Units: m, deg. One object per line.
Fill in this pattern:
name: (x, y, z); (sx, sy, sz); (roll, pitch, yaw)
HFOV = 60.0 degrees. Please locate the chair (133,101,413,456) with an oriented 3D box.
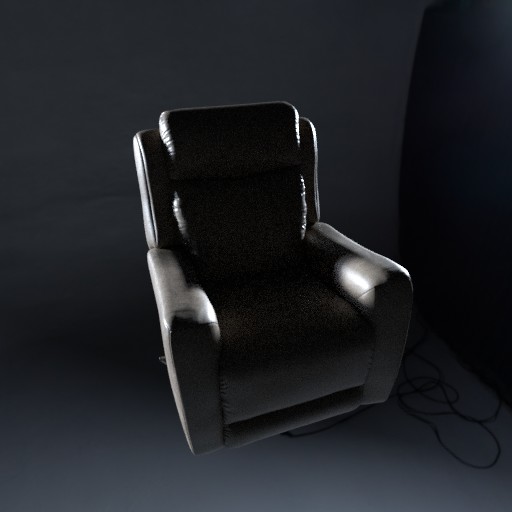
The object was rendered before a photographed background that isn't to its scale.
chair: (0.000, 0.000, 1.958); (0.967, 1.116, 1.068); (-10, 32, -16)
